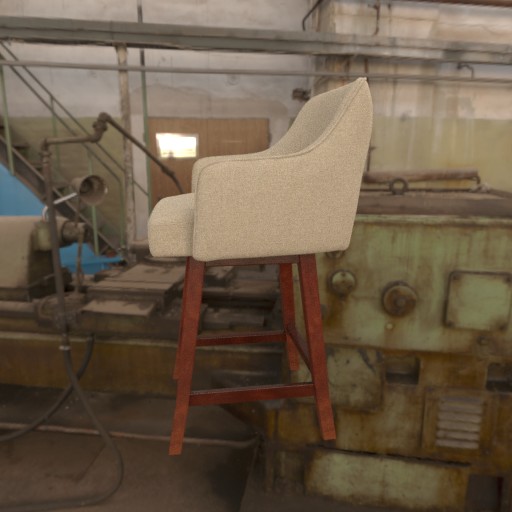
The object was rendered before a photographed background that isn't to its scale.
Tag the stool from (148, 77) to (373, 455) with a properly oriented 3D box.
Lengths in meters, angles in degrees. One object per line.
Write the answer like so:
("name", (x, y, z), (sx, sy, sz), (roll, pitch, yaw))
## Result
("stool", (0.000, 0.000, 1.264), (0.560, 0.936, 0.550), (-2, 13, -9))
